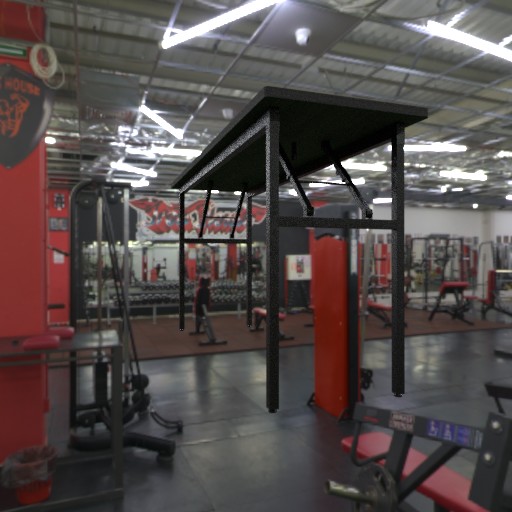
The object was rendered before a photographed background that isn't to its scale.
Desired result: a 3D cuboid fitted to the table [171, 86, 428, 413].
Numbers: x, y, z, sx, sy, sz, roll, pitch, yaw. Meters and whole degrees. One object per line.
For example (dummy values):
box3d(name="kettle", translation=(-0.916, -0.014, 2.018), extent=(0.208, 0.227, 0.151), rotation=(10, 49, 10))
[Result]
box3d(name="table", translation=(0.000, 0.000, 1.714), extent=(0.449, 0.750, 1.399), rotation=(0, 0, -19))
